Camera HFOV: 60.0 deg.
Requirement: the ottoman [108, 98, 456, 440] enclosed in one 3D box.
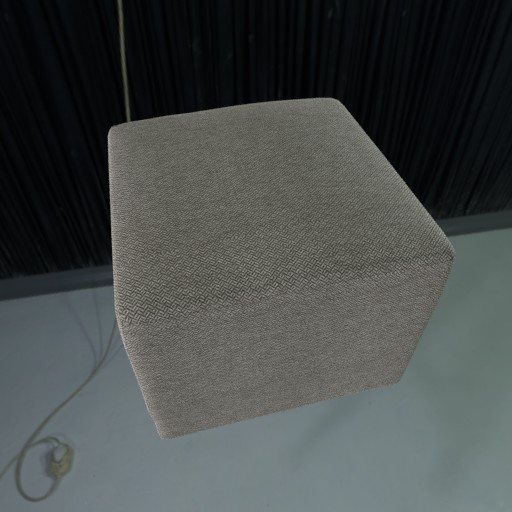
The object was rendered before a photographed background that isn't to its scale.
[{"bbox_3d":[0.000,0.000,0.920,0.512,0.453,0.519,-10,47,-10],"label":"ottoman"}]
